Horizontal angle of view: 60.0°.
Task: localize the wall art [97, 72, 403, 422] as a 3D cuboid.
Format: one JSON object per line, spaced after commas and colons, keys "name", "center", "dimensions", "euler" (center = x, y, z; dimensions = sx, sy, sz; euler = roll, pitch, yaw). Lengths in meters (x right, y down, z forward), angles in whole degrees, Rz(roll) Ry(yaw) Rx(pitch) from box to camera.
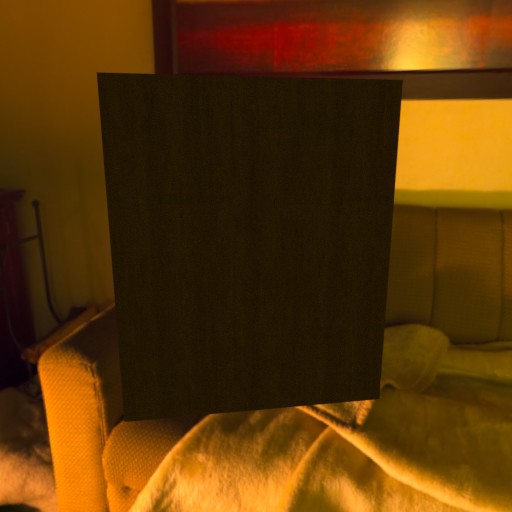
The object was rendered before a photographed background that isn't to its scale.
{"name": "wall art", "center": [0.000, 0.000, 0.734], "dimensions": [0.455, 0.552, 0.034], "euler": [-2, 14, -9]}
